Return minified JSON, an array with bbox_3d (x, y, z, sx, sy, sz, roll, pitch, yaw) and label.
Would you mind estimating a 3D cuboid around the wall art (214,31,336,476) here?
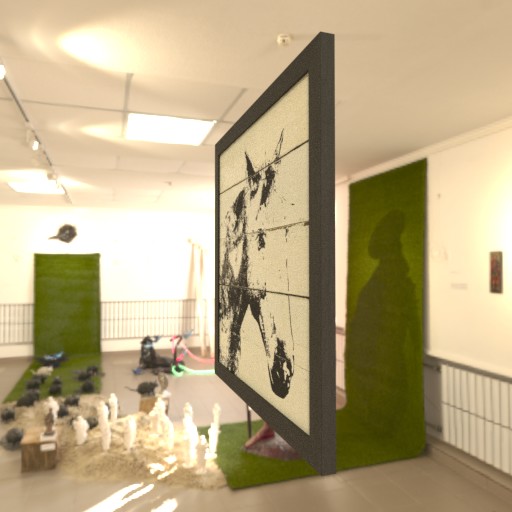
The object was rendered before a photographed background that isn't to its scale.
[{"bbox_3d":[0.000,0.000,1.497,0.038,1.016,1.016,0,-1,-19],"label":"wall art"}]
